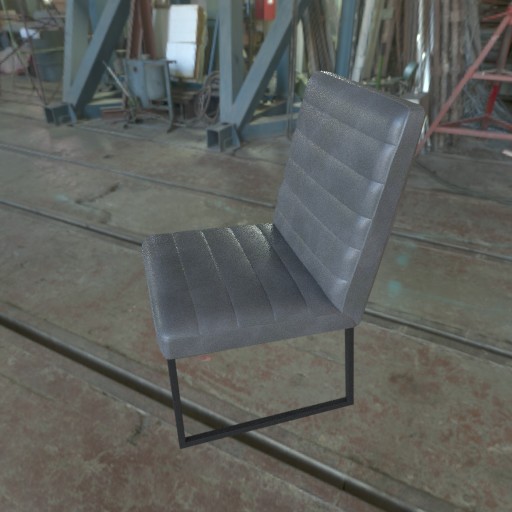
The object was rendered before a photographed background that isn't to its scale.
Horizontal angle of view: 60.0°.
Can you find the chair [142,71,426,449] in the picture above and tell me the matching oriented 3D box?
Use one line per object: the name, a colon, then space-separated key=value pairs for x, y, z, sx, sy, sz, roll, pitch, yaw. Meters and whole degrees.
chair: x=0.000 y=0.000 z=1.299 sx=0.634 sy=0.930 sz=0.520 roll=-9 pitch=32 yaw=-14
